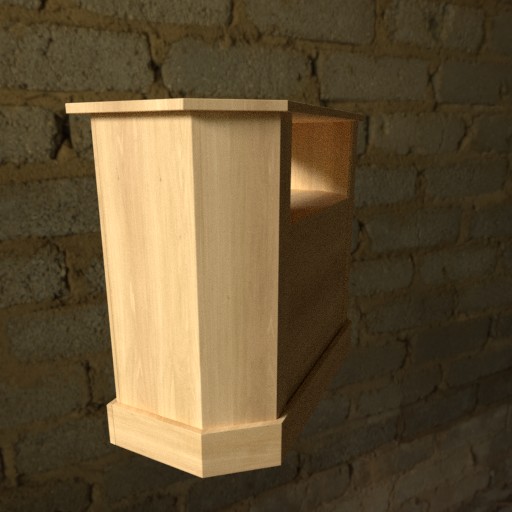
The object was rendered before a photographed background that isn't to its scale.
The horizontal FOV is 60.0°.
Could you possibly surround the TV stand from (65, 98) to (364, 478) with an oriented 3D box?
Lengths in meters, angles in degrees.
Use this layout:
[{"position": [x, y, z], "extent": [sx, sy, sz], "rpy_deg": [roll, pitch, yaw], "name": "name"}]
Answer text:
[{"position": [0.000, 0.000, 1.257], "extent": [0.425, 0.781, 0.851], "rpy_deg": [7, 17, 25], "name": "TV stand"}]
